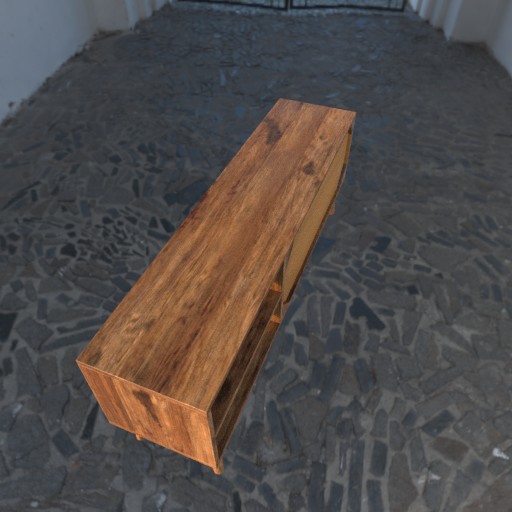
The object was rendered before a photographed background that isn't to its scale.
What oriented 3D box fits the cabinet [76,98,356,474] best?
[{"bbox_3d":[0.000,0.000,1.672,0.349,0.528,1.448,16,48,15],"label":"cabinet"}]
